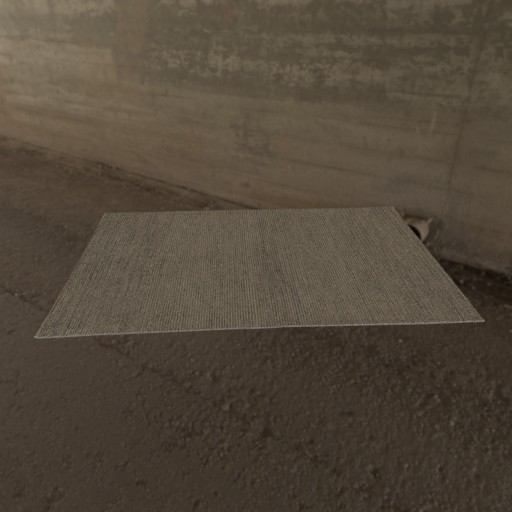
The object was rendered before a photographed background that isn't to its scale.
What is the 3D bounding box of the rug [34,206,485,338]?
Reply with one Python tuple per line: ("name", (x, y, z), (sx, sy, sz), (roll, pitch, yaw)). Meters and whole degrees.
("rug", (0.000, 0.000, 2.219), (1.773, 0.021, 1.149), (-2, 30, -3))
